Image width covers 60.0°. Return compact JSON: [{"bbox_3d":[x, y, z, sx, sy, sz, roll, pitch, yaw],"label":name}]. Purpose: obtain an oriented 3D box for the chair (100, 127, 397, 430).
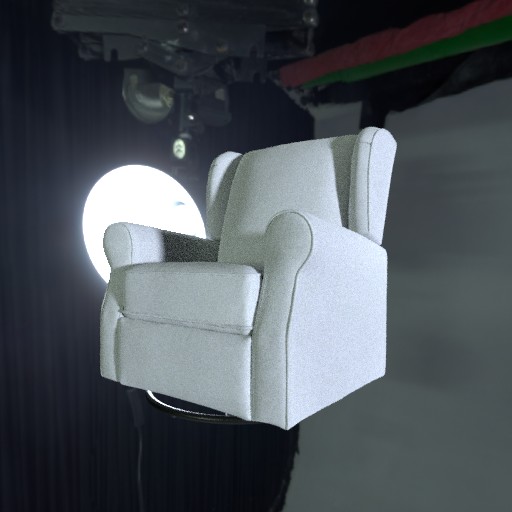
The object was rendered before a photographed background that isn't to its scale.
[{"bbox_3d":[0.000,0.000,1.670,0.906,0.967,0.854,1,1,37],"label":"chair"}]
